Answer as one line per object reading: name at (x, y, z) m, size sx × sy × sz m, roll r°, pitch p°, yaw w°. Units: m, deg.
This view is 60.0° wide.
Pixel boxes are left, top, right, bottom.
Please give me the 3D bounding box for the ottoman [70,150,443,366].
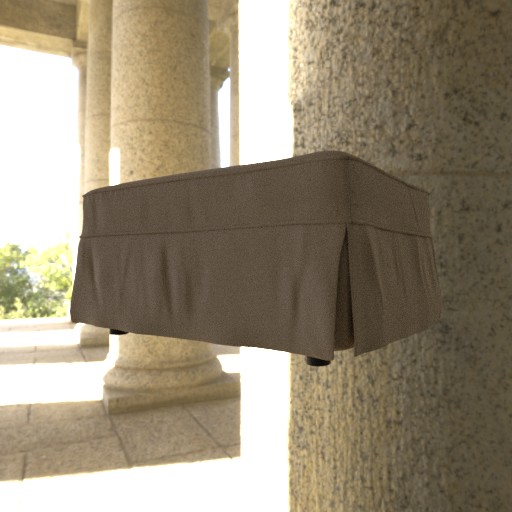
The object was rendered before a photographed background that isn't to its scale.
ottoman at (0.000, 0.000, 1.369) m, size 0.959 × 0.482 × 0.721 m, roll -1°, pitch -1°, yaw 36°
